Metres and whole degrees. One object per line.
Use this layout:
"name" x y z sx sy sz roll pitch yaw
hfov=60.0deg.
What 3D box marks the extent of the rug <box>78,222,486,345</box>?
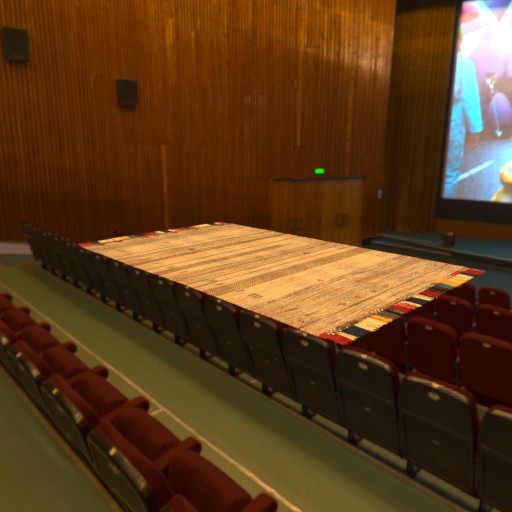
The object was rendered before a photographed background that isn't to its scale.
"rug" 0.000 0.000 2.996 1.465 0.012 2.465 -13 19 -43
